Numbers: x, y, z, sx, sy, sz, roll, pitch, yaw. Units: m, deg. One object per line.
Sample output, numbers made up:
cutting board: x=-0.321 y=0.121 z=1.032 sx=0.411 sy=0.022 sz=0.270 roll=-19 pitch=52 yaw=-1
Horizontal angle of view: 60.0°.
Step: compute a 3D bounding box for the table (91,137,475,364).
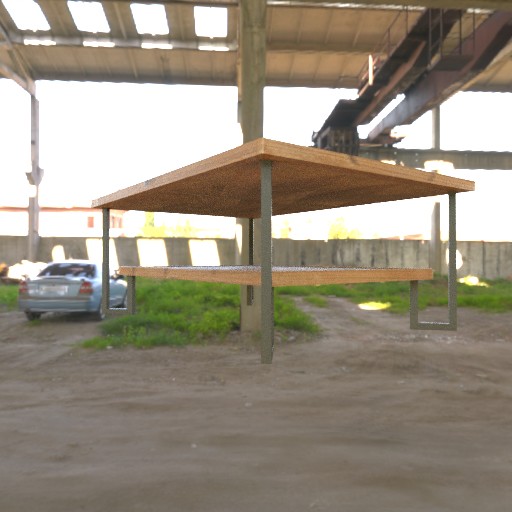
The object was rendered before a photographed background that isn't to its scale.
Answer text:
table: x=0.000 y=0.000 z=1.687 sx=0.877 sy=0.492 sz=1.238 roll=0 pitch=-1 yaw=-36
